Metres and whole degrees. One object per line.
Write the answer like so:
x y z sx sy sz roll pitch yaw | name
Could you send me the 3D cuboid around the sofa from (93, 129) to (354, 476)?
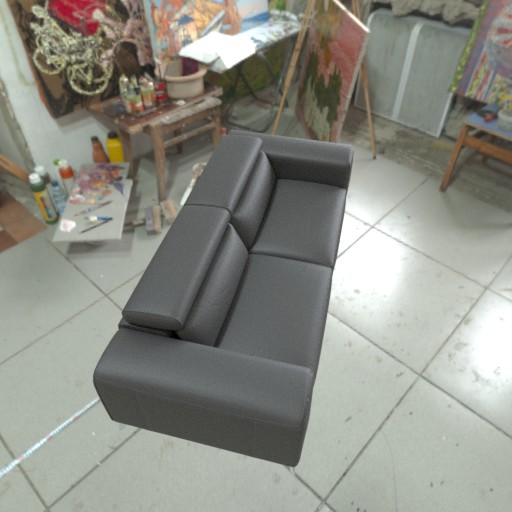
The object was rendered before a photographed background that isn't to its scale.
0.000 0.000 2.871 1.023 0.759 2.321 10 46 10 | sofa
